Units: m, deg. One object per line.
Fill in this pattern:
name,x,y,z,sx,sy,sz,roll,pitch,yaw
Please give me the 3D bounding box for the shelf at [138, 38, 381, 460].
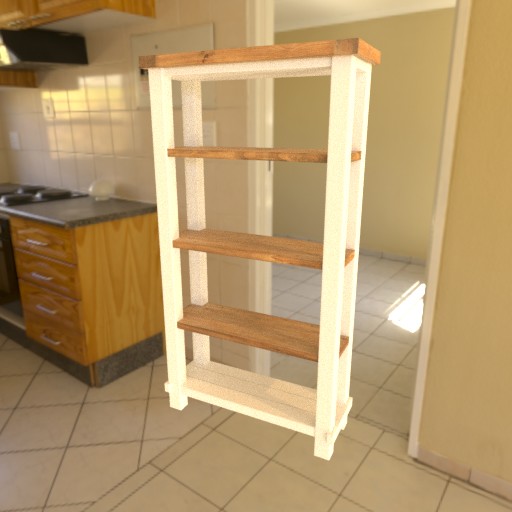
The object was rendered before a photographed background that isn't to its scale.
shelf,0.000,0.000,2.245,1.022,1.878,0.381,8,18,25
